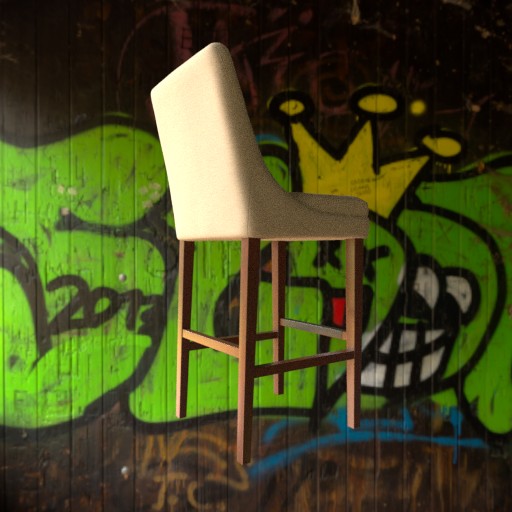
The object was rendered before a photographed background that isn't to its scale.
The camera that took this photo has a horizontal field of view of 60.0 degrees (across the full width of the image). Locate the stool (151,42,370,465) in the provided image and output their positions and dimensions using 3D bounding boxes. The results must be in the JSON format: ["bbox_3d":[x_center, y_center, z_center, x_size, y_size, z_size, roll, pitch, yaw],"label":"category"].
[{"bbox_3d":[0.000,0.000,1.415,0.577,1.078,0.470,-1,1,-35],"label":"stool"}]
